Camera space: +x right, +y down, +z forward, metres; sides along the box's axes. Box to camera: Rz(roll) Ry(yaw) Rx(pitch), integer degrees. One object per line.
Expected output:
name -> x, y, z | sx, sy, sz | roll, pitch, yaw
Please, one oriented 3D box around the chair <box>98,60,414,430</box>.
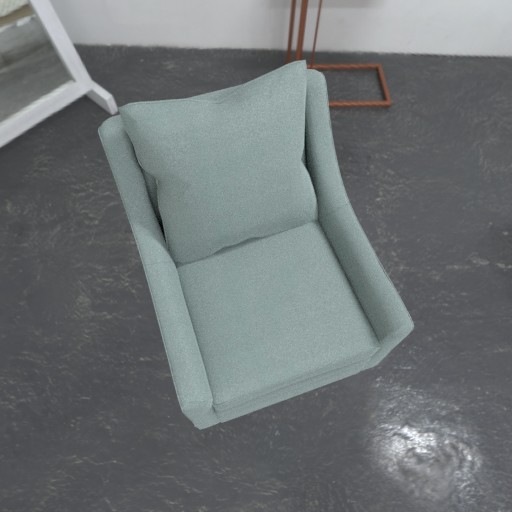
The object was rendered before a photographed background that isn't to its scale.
chair -> 0.000, 0.000, 1.552 | 0.760, 0.926, 0.870 | -17, 64, -9
